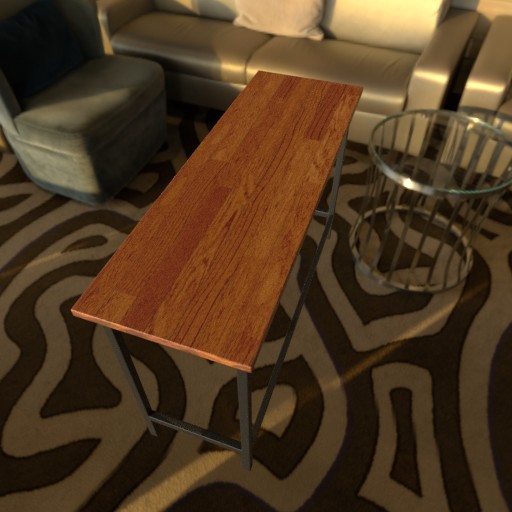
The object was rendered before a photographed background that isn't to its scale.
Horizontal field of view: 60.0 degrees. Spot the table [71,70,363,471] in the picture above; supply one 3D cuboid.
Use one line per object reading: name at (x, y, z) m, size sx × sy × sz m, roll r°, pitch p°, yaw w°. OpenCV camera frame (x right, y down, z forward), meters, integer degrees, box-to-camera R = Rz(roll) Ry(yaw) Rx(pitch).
table at (0.000, 0.000, 1.548) m, size 0.408 × 0.740 × 1.204 m, roll 15°, pitch 49°, yaw 13°
